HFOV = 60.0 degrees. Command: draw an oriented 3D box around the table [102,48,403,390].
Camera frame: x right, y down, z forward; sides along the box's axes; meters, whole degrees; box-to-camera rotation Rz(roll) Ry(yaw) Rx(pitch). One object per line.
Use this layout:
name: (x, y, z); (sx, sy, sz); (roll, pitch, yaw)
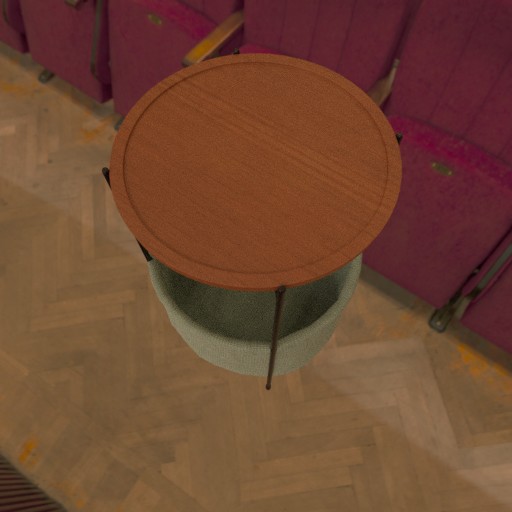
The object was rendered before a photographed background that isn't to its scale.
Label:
table: (0.000, 0.000, 0.866); (0.400, 0.623, 0.400); (33, 68, 15)
